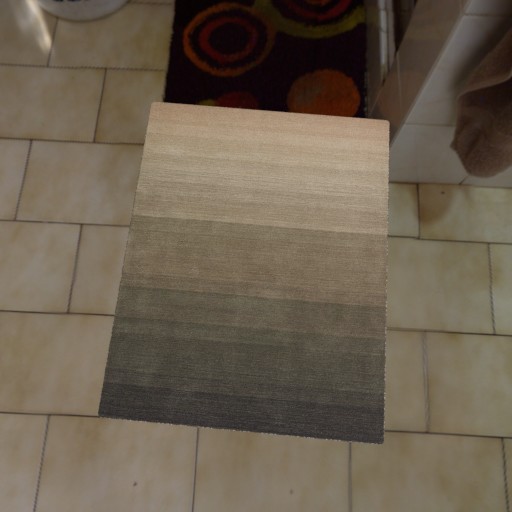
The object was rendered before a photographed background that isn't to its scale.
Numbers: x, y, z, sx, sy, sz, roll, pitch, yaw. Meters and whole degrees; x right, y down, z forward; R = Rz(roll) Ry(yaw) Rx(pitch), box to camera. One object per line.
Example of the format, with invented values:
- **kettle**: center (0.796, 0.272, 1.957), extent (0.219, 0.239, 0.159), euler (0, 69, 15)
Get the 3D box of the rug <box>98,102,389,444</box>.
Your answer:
- **rug**: center (0.000, 0.000, 3.904), extent (2.305, 0.017, 2.902), euler (5, 75, 1)
